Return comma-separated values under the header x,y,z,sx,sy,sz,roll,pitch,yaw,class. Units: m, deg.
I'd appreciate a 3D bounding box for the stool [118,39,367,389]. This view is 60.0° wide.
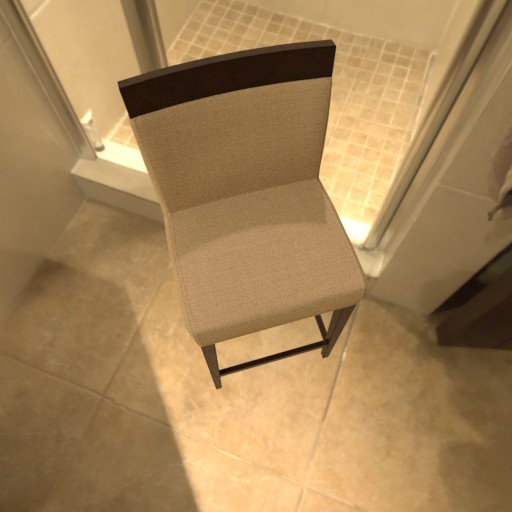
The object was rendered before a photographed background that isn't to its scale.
x,y,z,sx,sy,sz,roll,pitch,yaw,class
0.000,0.000,1.408,0.511,1.117,0.531,-14,64,-7,stool
